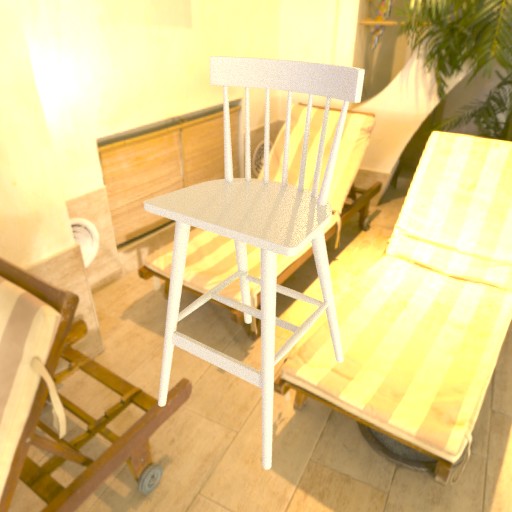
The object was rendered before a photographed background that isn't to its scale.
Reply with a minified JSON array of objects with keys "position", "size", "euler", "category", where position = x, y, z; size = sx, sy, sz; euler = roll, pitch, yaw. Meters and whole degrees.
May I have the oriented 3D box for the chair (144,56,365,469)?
[{"position":[0.000,0.000,1.380],"size":[0.483,1.092,0.572],"euler":[19,35,28],"category":"chair"}]
